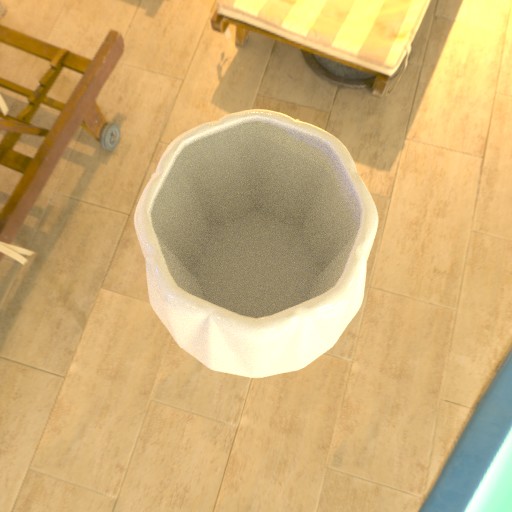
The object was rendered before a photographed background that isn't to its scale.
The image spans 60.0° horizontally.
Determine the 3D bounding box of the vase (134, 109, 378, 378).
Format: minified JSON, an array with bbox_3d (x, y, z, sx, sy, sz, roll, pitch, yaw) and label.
[{"bbox_3d":[0.000,0.000,0.265,0.141,0.152,0.141,0,75,0],"label":"vase"}]
